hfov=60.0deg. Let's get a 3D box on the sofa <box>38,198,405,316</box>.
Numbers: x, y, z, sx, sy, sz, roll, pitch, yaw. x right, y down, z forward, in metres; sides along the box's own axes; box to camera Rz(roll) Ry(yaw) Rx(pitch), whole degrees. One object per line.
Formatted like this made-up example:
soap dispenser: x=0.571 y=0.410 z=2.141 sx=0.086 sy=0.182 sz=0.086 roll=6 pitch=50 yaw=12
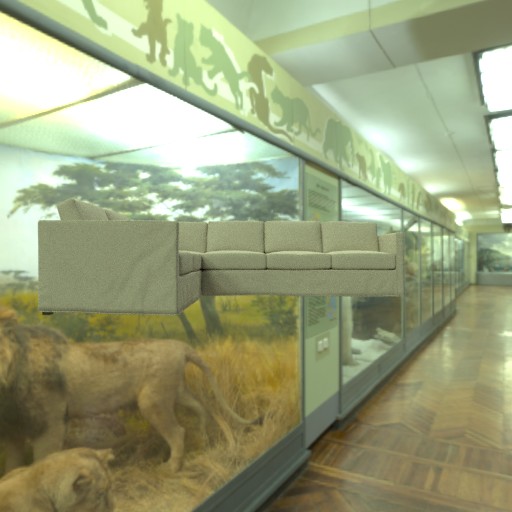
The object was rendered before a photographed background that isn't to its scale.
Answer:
sofa: x=0.000 y=0.000 z=4.402 sx=3.182 sy=0.871 sz=2.432 roll=0 pitch=0 yaw=-1
